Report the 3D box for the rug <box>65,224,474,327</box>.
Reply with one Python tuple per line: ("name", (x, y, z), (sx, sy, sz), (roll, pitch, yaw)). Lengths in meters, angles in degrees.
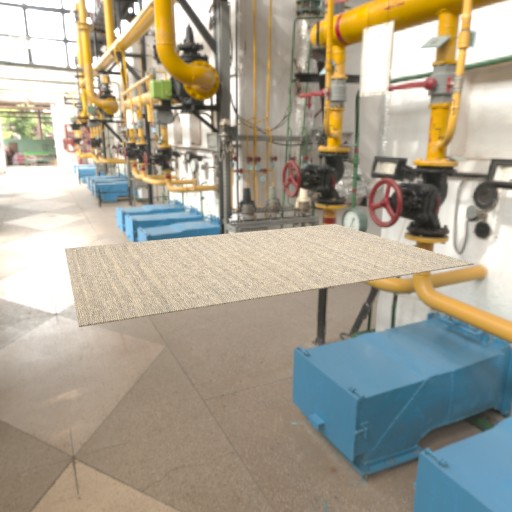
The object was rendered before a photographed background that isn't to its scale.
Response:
("rug", (0.000, 0.000, 2.251), (1.752, 0.006, 1.142), (-7, 16, -24))
